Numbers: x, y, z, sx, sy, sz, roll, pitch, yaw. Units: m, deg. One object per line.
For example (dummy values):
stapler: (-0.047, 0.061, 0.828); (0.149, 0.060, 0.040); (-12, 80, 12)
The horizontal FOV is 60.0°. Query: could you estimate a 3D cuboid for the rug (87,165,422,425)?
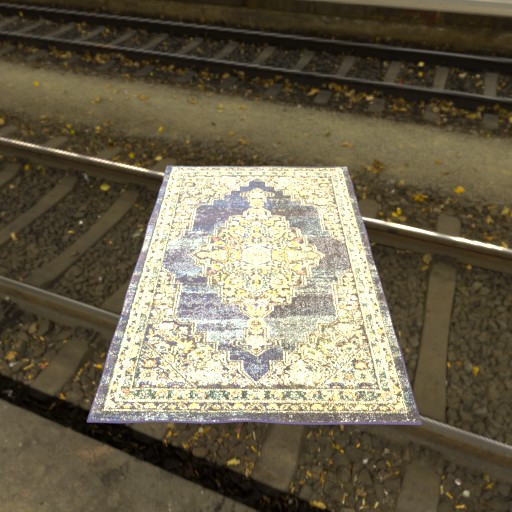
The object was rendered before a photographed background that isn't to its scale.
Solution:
rug: (0.000, 0.000, 2.221); (1.184, 0.012, 1.781); (0, 41, 0)
